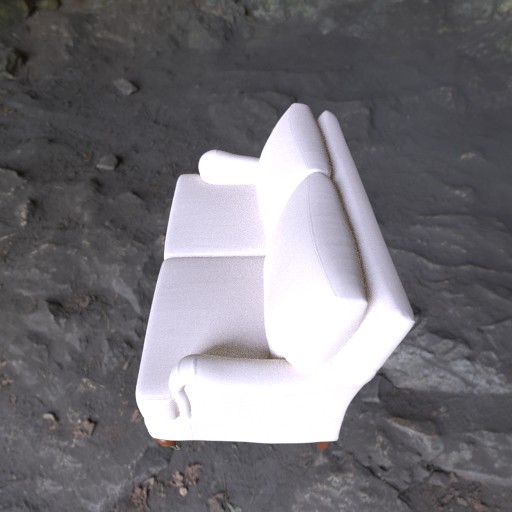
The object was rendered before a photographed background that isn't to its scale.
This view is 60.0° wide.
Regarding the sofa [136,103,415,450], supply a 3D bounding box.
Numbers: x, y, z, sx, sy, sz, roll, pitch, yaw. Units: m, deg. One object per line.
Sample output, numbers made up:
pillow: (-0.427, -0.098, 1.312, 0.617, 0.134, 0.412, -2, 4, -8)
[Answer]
sofa: (0.000, 0.000, 2.500, 1.084, 1.101, 1.853, -1, 41, -1)
